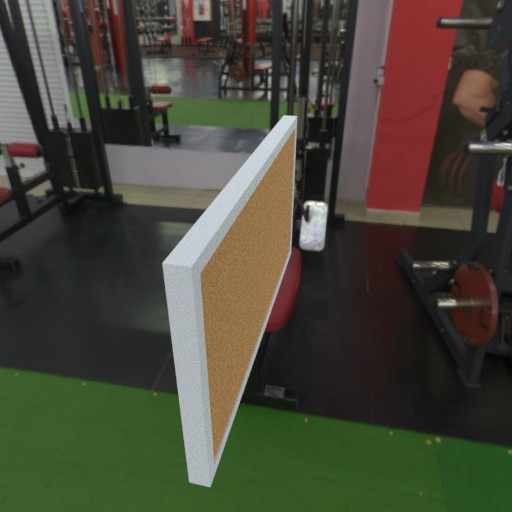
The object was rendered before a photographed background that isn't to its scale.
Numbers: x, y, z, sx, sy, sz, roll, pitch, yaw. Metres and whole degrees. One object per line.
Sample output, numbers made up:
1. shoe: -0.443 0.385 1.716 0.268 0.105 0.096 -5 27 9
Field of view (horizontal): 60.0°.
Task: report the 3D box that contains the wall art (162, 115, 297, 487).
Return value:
1. wall art: 0.000 0.000 0.978 0.038 0.431 0.812 7 31 12
